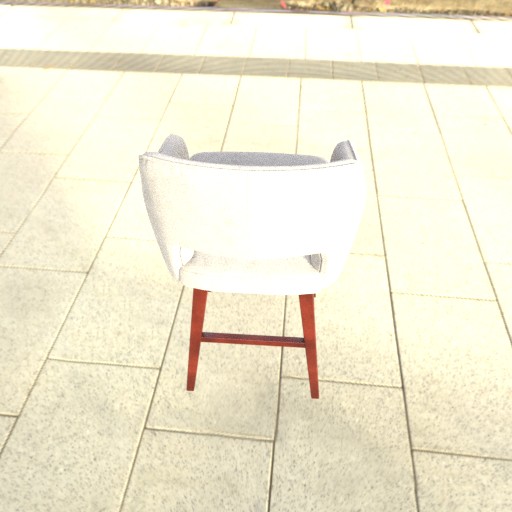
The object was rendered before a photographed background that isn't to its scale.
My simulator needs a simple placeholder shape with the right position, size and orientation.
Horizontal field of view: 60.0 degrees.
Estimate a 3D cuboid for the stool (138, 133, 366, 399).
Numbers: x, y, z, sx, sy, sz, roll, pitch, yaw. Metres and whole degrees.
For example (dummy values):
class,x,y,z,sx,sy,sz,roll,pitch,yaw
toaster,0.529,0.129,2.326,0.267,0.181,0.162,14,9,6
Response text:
class,x,y,z,sx,sy,sz,roll,pitch,yaw
stool,0.000,0.000,1.346,0.548,1.012,0.558,3,47,3
